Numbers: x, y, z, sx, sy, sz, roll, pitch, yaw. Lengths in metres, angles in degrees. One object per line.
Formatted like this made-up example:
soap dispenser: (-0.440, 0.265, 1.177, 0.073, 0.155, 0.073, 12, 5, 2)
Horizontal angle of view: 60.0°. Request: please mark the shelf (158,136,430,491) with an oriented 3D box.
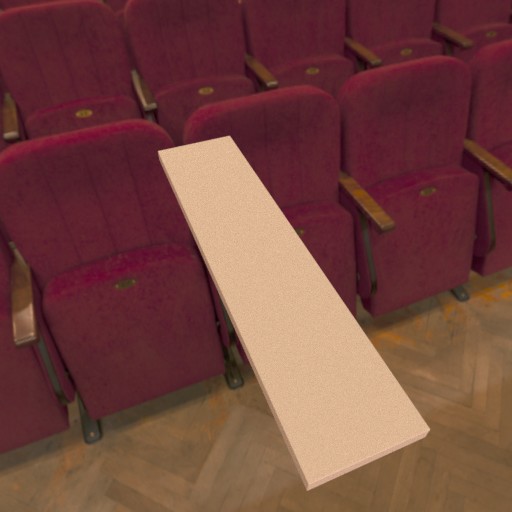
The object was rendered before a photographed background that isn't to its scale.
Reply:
shelf: (0.000, 0.000, 0.639, 0.140, 0.020, 0.610, -16, 48, -15)
